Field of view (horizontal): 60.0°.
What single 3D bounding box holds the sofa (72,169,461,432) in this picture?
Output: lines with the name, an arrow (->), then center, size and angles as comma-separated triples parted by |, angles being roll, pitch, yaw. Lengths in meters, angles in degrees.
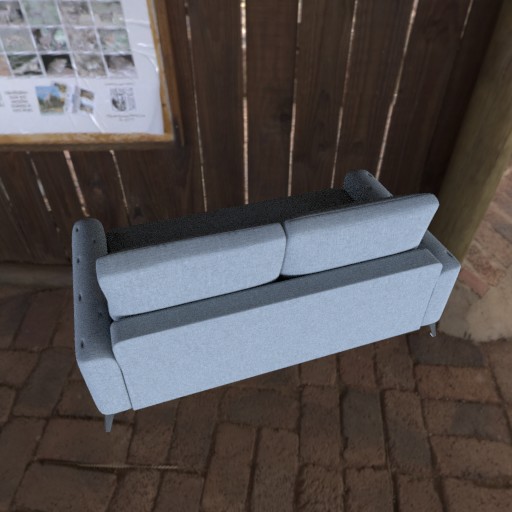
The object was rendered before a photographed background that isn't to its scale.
sofa -> 0.000, 0.000, 2.126 | 1.650, 0.790, 0.920 | -12, 43, -14
